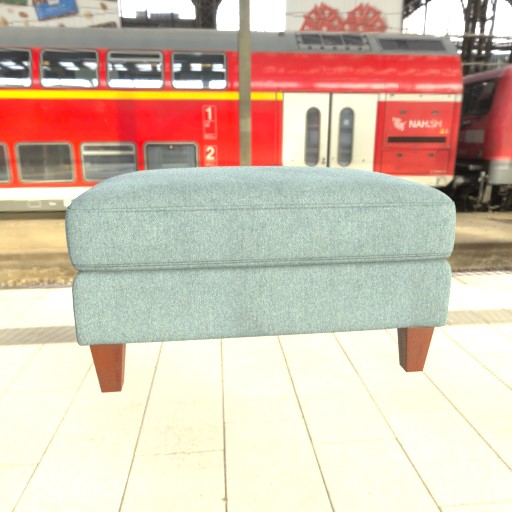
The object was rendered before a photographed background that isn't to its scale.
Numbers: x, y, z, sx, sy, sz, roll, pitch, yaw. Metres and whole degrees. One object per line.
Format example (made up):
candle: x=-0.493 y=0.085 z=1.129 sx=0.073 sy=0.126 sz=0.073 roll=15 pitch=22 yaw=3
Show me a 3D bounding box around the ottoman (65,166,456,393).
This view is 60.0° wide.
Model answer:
ottoman: x=0.000 y=0.000 z=1.233 sx=0.864 sy=0.483 sz=0.584 roll=-2 pitch=15 yaw=-7
